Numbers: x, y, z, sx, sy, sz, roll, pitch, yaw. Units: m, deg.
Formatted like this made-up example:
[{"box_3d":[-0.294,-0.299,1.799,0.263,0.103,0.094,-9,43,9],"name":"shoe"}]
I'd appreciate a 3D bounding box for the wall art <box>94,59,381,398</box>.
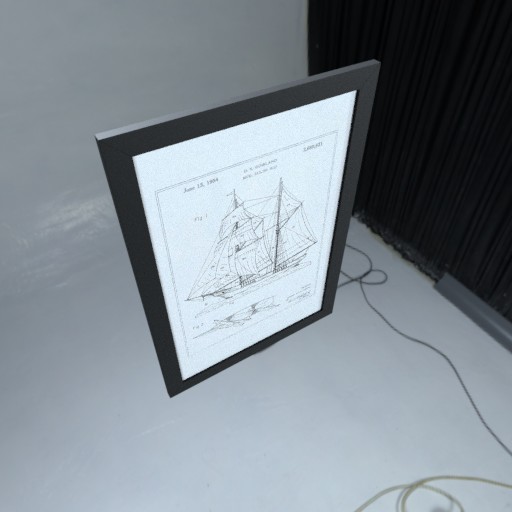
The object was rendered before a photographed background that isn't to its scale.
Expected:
[{"box_3d":[0.000,0.000,0.607,0.326,0.459,0.011,-23,49,-22],"name":"wall art"}]
